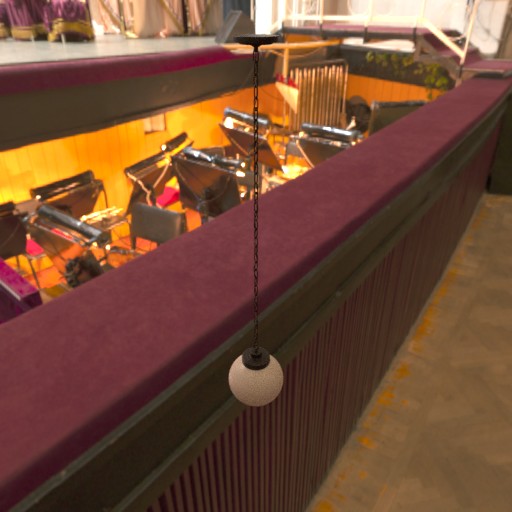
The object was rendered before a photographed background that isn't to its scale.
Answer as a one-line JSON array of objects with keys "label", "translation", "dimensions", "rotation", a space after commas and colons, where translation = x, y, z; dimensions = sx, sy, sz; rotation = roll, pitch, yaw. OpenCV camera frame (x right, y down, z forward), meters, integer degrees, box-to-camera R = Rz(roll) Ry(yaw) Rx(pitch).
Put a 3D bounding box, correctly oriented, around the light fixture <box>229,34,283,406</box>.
[{"label": "light fixture", "translation": [0.000, 0.000, 2.093], "dimensions": [0.305, 1.867, 0.304], "rotation": [22, 36, 33]}]
